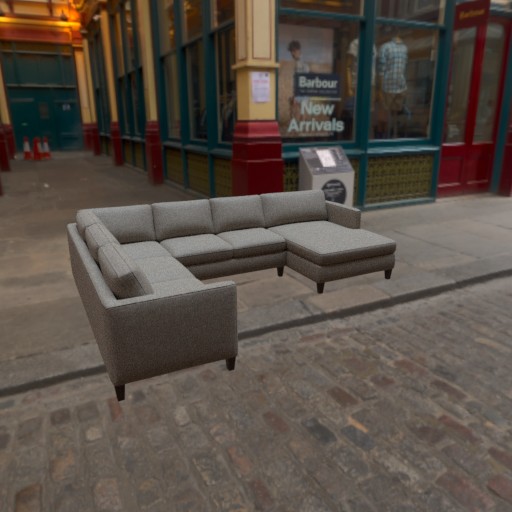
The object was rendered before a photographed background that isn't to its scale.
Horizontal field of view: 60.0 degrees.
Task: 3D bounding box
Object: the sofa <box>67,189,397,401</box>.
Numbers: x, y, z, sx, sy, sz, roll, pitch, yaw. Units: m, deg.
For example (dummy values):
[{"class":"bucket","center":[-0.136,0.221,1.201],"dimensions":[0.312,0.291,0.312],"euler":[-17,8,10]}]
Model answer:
[{"class":"sofa","center":[0.000,0.000,4.592],"dimensions":[3.403,0.889,2.551],"euler":[-9,19,-26]}]
